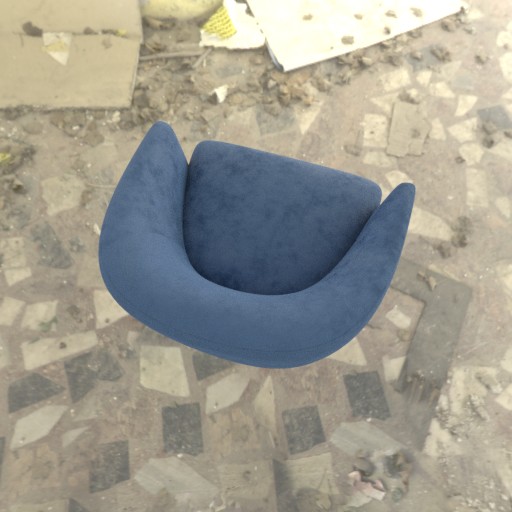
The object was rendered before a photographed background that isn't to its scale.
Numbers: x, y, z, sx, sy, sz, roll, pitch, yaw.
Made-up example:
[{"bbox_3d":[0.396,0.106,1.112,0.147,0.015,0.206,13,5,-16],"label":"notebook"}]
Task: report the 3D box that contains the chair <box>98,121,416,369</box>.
[{"bbox_3d":[0.000,0.000,1.357,0.773,0.698,0.767,16,64,8],"label":"chair"}]
